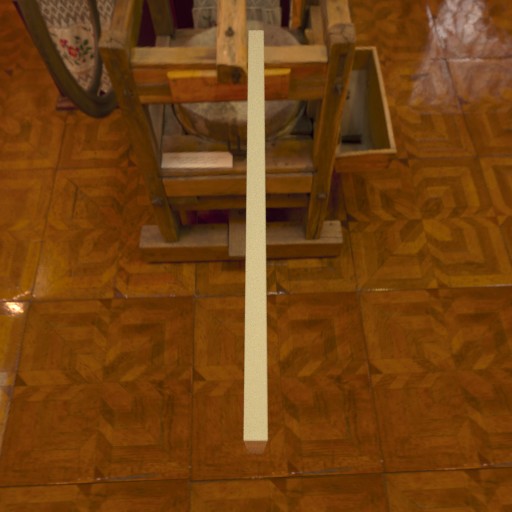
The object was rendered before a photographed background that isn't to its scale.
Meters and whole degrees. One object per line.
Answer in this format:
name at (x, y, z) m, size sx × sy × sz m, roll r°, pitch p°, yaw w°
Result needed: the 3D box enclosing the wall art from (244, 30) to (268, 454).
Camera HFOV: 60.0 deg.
wall art at (0.000, 0.000, 1.142) m, size 0.037 × 0.609 × 0.916 m, roll 0°, pitch 64°, yaw 0°
